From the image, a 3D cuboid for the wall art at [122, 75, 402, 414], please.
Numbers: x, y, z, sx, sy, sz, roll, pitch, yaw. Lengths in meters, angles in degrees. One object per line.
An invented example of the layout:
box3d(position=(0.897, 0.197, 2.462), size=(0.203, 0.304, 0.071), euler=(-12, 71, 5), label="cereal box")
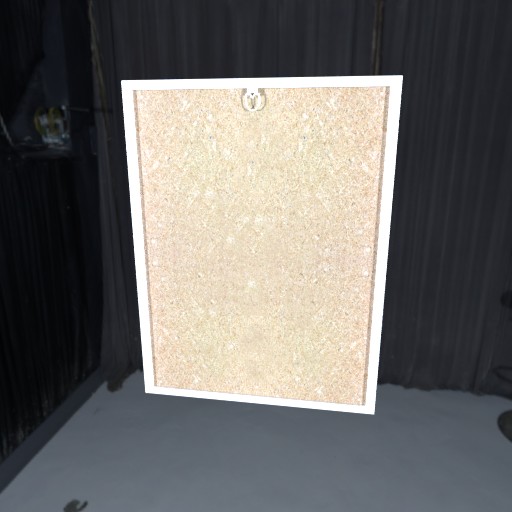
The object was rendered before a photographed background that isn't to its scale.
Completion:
box3d(position=(0.000, 0.000, 1.415), size=(0.805, 1.056, 0.042), euler=(3, 16, 9), label="wall art")
